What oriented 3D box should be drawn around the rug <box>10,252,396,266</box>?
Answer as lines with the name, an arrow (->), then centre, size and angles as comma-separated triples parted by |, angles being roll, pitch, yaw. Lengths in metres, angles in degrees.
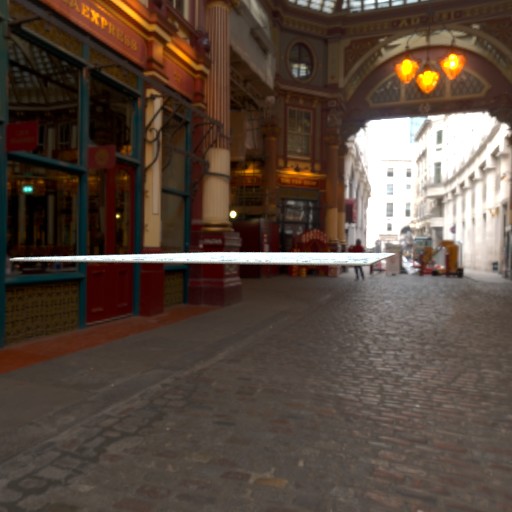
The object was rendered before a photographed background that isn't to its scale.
rug -> 0.000, 0.000, 2.767 | 1.586, 0.014, 2.197 | 0, 1, 20
